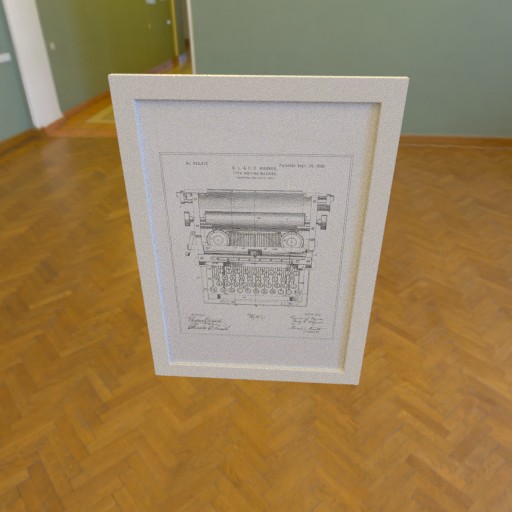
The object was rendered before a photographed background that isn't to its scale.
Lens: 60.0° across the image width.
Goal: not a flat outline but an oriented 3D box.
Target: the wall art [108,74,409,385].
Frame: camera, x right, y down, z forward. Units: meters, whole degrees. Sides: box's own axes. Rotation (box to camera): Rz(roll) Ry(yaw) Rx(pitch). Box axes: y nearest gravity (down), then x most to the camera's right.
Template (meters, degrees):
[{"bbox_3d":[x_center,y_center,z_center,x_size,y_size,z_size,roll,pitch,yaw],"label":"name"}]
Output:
[{"bbox_3d":[0.000,0.000,0.700,0.381,0.533,0.013,2,31,3],"label":"wall art"}]
